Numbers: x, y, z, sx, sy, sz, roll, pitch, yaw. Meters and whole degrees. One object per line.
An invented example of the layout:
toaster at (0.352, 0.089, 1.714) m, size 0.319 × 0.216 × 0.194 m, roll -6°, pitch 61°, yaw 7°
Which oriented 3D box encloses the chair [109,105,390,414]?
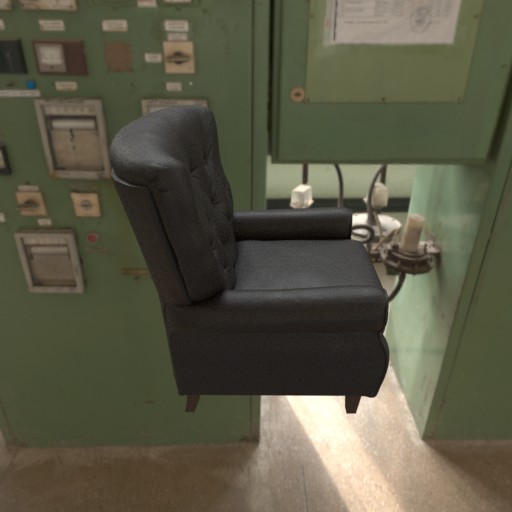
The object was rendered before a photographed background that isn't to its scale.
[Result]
chair at (0.000, 0.000, 1.920) m, size 1.058 × 1.158 × 0.948 m, roll 0°, pitch 30°, yaw 1°
